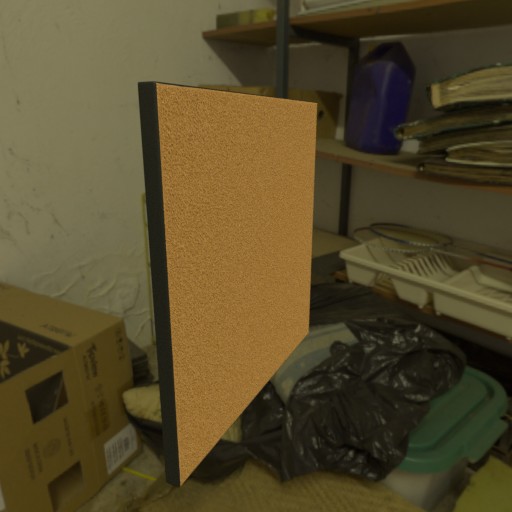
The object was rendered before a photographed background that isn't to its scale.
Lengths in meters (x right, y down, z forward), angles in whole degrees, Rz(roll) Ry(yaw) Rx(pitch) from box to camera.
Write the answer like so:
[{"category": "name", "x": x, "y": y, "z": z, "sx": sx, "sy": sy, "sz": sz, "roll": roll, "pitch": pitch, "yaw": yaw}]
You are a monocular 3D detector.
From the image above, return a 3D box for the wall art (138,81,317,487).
[{"category": "wall art", "x": 0.000, "y": 0.000, "z": 0.663, "sx": 0.022, "sy": 0.453, "sz": 0.456, "roll": 8, "pitch": 18, "yaw": 25}]
